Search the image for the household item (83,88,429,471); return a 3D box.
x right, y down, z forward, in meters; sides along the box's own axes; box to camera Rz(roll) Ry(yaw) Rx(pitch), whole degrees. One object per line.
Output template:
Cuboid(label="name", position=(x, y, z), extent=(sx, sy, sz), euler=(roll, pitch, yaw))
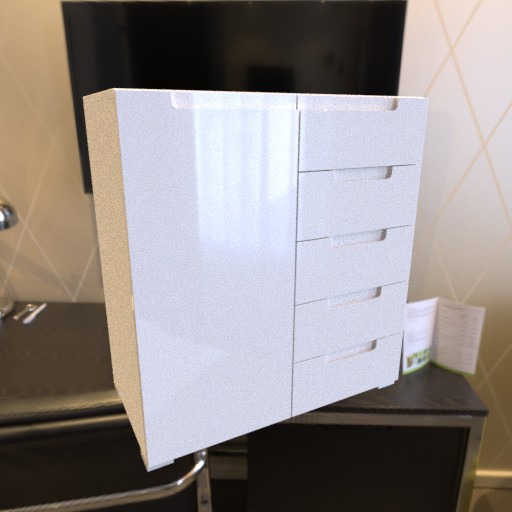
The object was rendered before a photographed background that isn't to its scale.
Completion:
Cuboid(label="household item", position=(0.000, 0.000, 1.287), extent=(0.800, 0.870, 0.420), euler=(-9, 19, -26))
